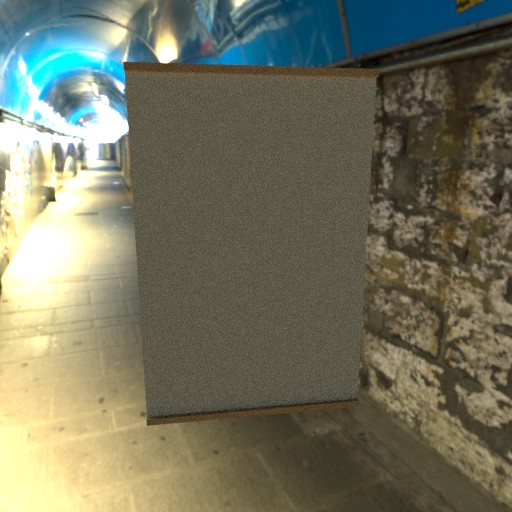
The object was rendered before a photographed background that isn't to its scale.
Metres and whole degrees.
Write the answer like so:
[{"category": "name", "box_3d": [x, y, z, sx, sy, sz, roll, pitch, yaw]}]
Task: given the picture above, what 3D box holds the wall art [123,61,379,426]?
[{"category": "wall art", "box_3d": [0.000, 0.000, 1.279, 0.669, 1.020, 0.027, -2, 14, -9]}]
